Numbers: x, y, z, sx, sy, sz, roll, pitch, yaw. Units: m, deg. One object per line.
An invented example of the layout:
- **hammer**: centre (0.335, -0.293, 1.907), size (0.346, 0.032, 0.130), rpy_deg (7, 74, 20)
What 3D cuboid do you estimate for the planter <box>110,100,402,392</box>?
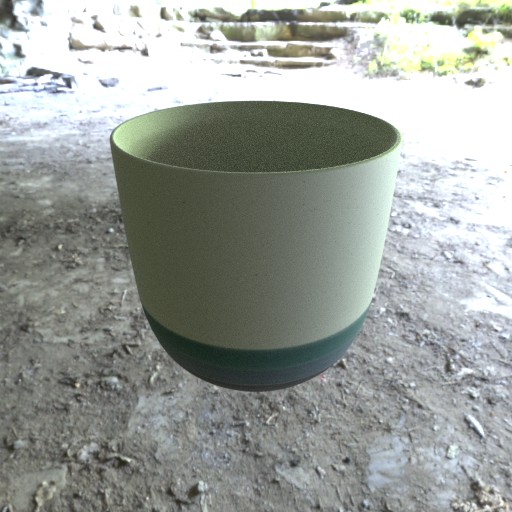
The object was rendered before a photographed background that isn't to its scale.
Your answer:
- **planter**: centre (0.000, 0.000, 0.373), size (0.204, 0.214, 0.204), rpy_deg (0, 30, 0)
